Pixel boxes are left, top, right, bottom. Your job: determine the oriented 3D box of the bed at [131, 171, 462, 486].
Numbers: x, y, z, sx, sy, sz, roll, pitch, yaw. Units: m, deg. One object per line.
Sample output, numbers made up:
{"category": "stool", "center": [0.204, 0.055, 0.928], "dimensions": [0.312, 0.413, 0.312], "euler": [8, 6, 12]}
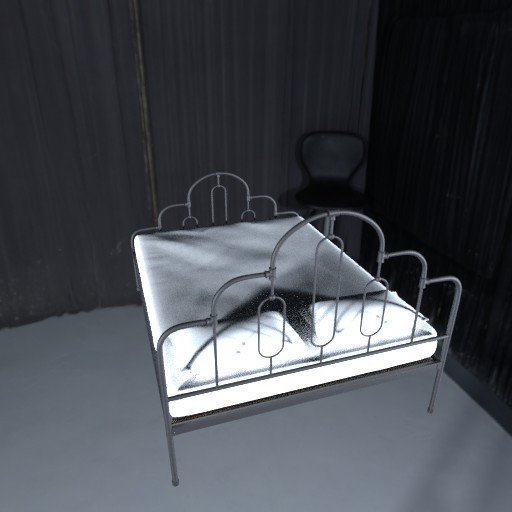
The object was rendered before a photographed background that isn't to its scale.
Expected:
{"category": "bed", "center": [0.000, 0.000, 3.143], "dimensions": [1.640, 1.429, 2.163], "euler": [-8, 27, -16]}
